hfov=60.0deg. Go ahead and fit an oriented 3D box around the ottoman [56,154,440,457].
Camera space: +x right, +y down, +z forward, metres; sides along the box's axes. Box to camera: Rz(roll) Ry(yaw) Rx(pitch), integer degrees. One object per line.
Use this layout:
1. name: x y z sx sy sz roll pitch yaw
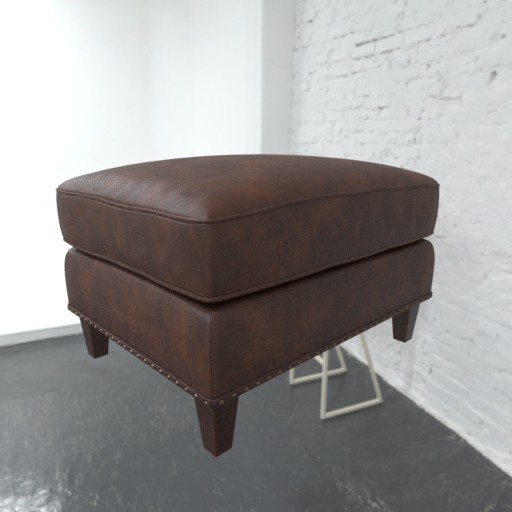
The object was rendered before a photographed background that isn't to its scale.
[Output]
1. ottoman: 0.000 0.000 1.090 0.742 0.486 0.586 -14 20 -42
